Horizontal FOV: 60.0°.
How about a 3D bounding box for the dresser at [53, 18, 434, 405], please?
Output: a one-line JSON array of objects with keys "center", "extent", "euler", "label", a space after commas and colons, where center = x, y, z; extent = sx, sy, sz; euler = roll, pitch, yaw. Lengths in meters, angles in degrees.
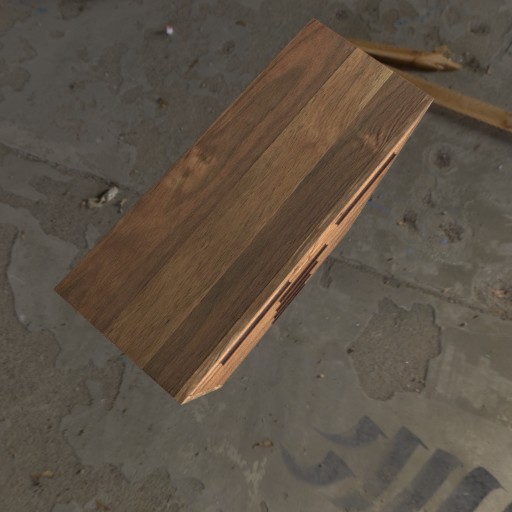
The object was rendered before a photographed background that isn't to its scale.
[{"center": [0.000, 0.000, 1.849], "extent": [0.442, 1.393, 1.062], "euler": [39, 79, 9], "label": "dresser"}]
